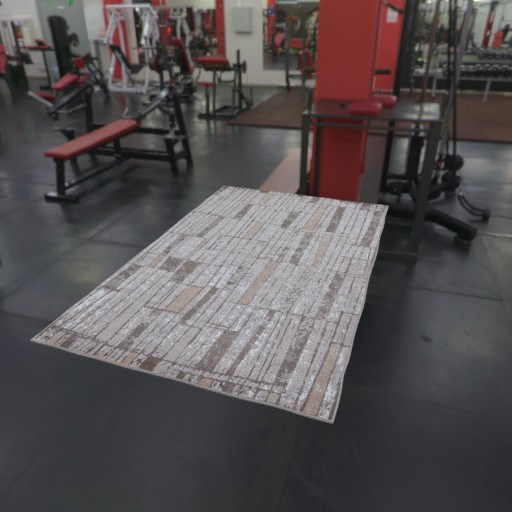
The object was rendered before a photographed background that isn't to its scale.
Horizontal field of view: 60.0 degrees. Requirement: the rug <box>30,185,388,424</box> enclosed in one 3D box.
[{"bbox_3d":[0.000,0.000,2.994,1.531,0.023,2.444,10,30,17],"label":"rug"}]
